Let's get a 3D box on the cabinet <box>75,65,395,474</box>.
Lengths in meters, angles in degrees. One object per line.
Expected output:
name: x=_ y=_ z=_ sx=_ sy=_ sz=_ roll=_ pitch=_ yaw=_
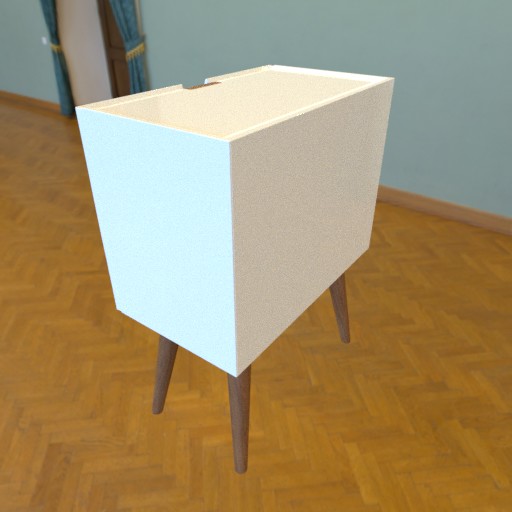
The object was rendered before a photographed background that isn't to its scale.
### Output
cabinet: x=0.000 y=0.000 z=1.081 sx=0.344 sy=0.772 sz=0.591 roll=21 pitch=37 yaw=30
